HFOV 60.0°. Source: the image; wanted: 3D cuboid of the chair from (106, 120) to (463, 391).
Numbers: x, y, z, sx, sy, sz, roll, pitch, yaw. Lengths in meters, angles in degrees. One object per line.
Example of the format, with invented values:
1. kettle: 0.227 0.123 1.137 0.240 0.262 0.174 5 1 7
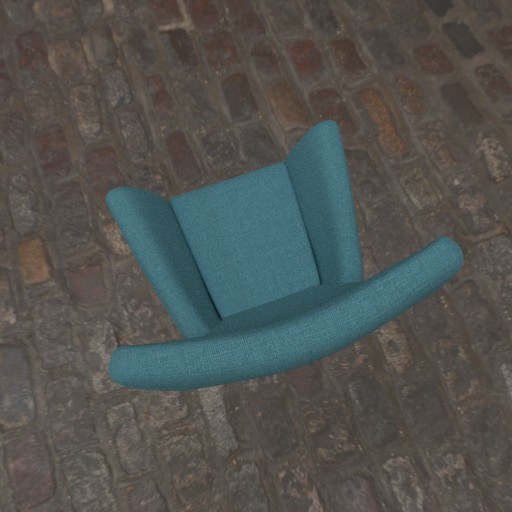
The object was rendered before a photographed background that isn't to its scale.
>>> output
1. chair: 0.000 0.000 1.728 1.050 0.980 0.900 -19 75 -5
